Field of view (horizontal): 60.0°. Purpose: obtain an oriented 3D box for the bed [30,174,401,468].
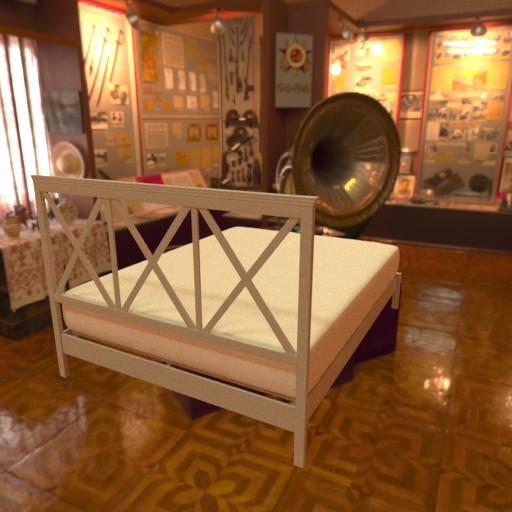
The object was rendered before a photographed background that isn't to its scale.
[{"bbox_3d":[0.000,0.000,3.135,1.673,1.253,2.135,9,19,27],"label":"bed"}]
